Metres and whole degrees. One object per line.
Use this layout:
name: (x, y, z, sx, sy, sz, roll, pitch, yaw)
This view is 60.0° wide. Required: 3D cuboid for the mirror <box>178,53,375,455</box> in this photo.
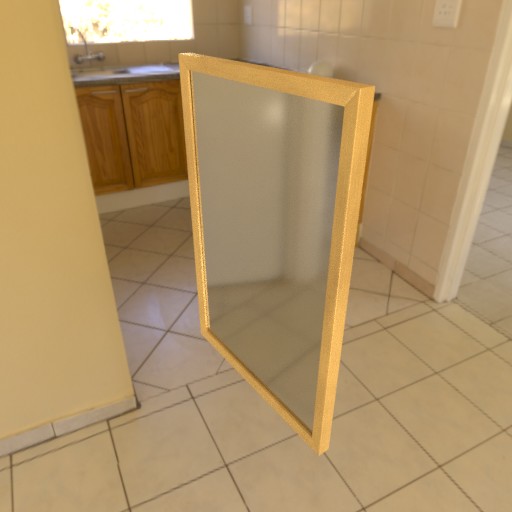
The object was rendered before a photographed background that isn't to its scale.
mirror: (0.000, 0.000, 1.152, 0.040, 0.915, 0.609, -21, 36, -31)
